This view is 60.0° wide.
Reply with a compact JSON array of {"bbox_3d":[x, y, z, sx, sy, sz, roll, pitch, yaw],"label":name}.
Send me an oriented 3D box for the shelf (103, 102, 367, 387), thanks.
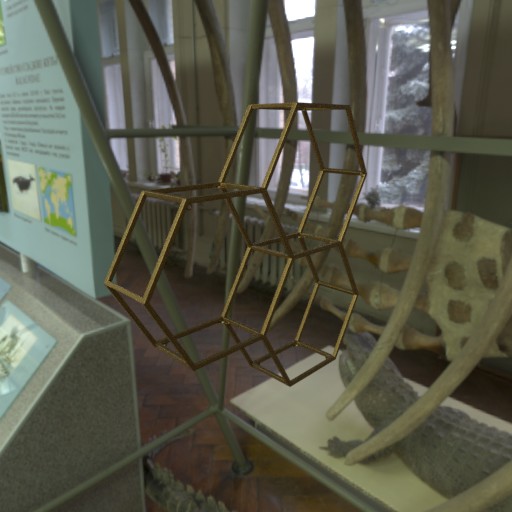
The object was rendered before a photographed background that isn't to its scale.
[{"bbox_3d":[0.000,0.000,1.070,0.708,0.701,0.150,-16,23,-43],"label":"shelf"}]
